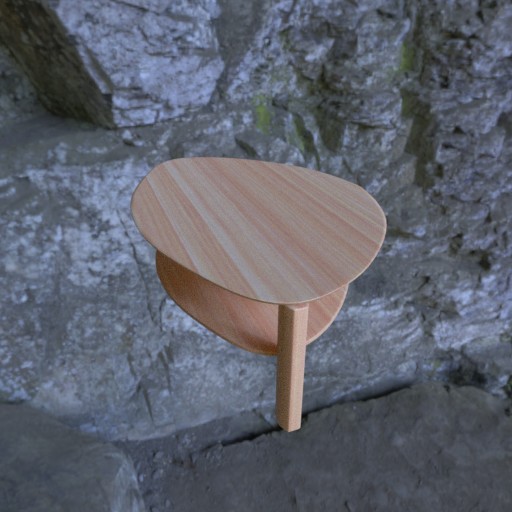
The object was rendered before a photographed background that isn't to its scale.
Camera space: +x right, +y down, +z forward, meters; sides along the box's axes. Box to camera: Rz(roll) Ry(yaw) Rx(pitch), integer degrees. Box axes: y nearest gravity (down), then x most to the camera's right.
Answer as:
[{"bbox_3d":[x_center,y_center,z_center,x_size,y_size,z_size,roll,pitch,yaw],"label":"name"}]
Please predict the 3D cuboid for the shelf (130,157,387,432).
[{"bbox_3d":[0.000,0.000,1.653,0.845,0.440,1.246,-10,30,-19],"label":"shelf"}]
